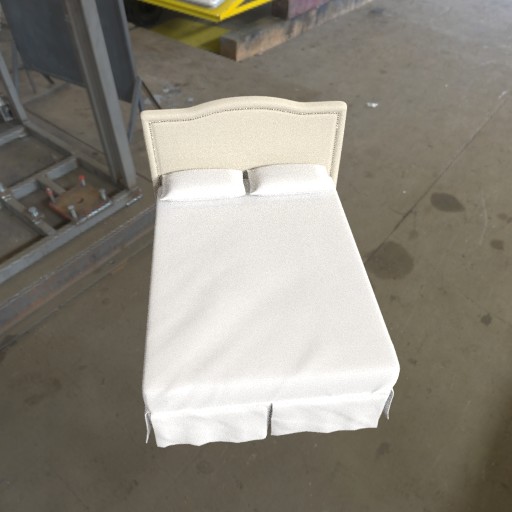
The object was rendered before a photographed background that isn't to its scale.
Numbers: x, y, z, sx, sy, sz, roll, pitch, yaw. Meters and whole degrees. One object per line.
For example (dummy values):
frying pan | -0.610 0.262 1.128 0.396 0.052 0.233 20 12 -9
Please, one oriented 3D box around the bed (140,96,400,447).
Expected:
bed | 0.000 0.000 3.319 1.741 1.449 2.196 -4 47 -4
